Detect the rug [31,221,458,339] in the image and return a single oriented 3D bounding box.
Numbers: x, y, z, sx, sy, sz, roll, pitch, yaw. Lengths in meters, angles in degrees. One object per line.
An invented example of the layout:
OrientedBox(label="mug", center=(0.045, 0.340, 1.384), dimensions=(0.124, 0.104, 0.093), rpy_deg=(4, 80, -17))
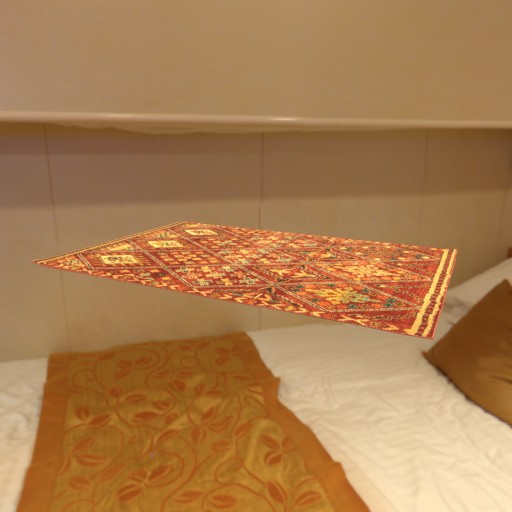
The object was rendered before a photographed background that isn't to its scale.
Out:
OrientedBox(label="rug", center=(0.000, 0.000, 2.828), dimensions=(2.286, 0.026, 1.521), rpy_deg=(8, 17, 26))
